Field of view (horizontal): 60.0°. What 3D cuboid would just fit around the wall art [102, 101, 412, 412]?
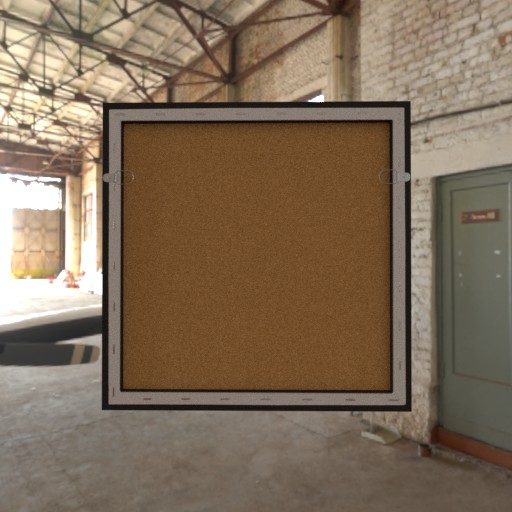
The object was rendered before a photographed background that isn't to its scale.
[{"bbox_3d":[0.000,0.000,1.106,0.758,0.758,0.044,0,-1,1],"label":"wall art"}]
